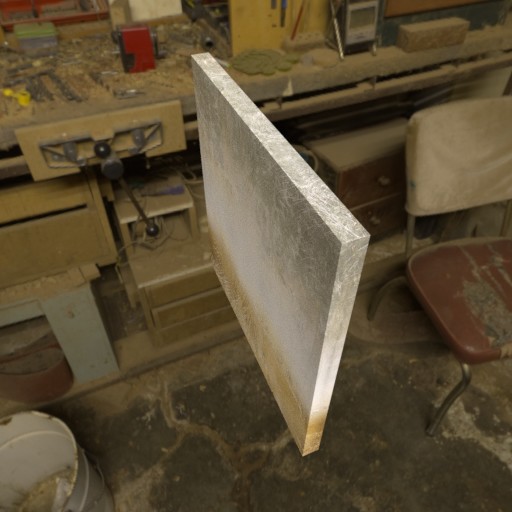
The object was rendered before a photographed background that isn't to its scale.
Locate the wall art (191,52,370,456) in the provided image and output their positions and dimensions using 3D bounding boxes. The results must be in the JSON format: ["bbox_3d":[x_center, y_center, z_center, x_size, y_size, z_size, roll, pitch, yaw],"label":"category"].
[{"bbox_3d":[0.000,0.000,0.922,0.038,0.610,0.610,-16,47,-16],"label":"wall art"}]
